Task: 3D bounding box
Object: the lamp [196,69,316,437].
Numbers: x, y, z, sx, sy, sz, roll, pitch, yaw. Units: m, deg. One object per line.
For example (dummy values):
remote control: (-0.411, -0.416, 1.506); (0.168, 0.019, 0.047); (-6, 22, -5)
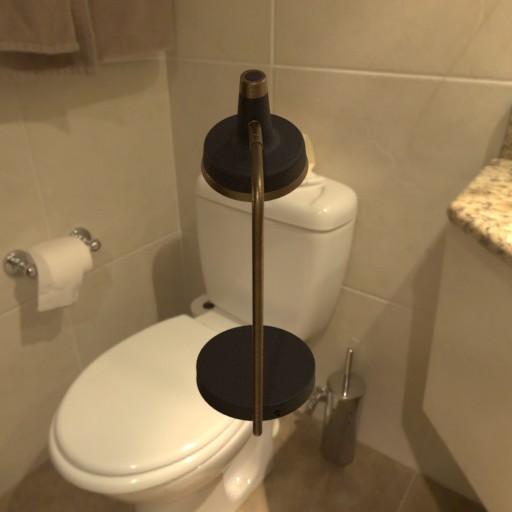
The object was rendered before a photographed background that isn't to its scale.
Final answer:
lamp: (0.000, 0.000, 0.499); (0.162, 0.385, 0.218); (-1, 28, -1)
